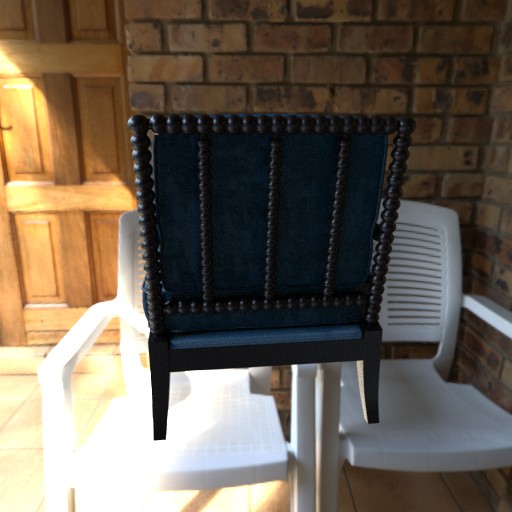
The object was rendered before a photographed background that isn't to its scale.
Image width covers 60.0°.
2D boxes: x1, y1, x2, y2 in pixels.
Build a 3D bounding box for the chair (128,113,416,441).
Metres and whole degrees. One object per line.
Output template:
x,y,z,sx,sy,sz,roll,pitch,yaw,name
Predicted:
0.000,0.000,1.441,0.688,0.857,0.805,-2,15,-7,chair
